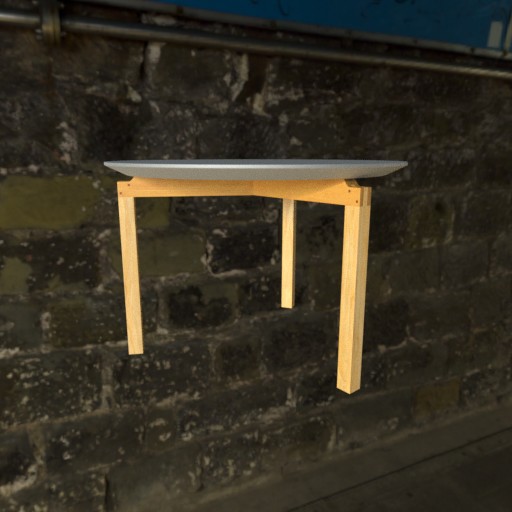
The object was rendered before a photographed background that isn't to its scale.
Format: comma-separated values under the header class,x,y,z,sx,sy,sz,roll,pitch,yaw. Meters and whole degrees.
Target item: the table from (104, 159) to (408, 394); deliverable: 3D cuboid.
class,x,y,z,sx,sy,sz,roll,pitch,yaw
table,0.000,0.000,0.967,0.600,0.405,0.600,0,13,0
